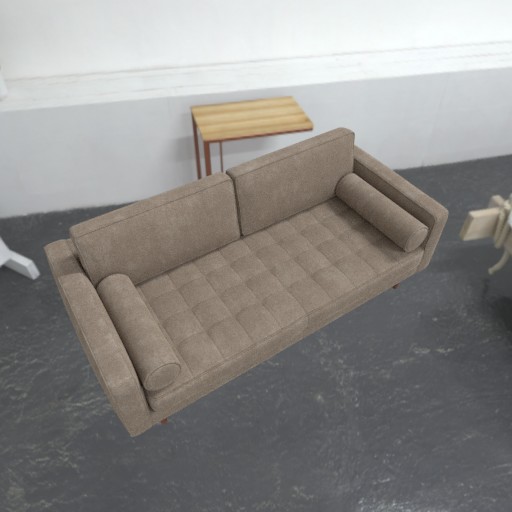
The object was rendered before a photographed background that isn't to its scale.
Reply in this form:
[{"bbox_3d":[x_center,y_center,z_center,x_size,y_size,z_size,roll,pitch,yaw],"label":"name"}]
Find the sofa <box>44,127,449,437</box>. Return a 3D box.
[{"bbox_3d":[0.000,0.000,2.329,1.883,0.769,0.920,-25,51,-22],"label":"sofa"}]
